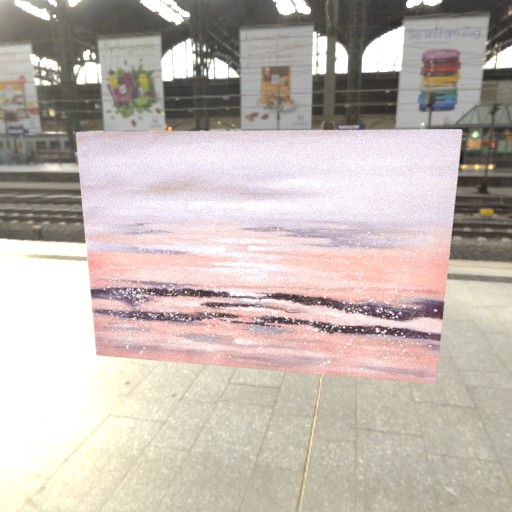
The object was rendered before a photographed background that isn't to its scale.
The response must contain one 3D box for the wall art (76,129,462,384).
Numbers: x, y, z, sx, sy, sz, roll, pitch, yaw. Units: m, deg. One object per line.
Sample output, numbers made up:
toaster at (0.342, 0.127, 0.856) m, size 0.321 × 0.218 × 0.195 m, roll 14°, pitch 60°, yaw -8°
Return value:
wall art at (0.000, 0.000, 1.122) m, size 0.913 × 0.609 × 0.038 m, roll 2°, pitch 14°, yaw 10°
